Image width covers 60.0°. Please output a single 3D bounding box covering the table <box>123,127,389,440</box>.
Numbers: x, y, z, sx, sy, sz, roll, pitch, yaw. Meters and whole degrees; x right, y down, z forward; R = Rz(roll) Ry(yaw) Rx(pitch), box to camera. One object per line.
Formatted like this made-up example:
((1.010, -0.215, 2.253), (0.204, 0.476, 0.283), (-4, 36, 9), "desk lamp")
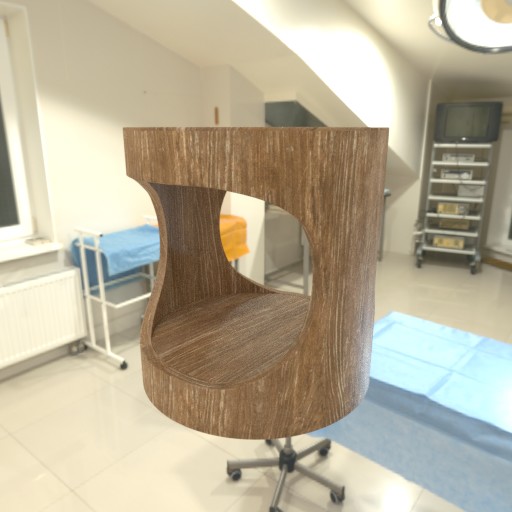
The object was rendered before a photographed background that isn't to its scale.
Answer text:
((0.000, 0.000, 0.988), (0.527, 0.551, 0.527), (0, 16, 0), "table")
